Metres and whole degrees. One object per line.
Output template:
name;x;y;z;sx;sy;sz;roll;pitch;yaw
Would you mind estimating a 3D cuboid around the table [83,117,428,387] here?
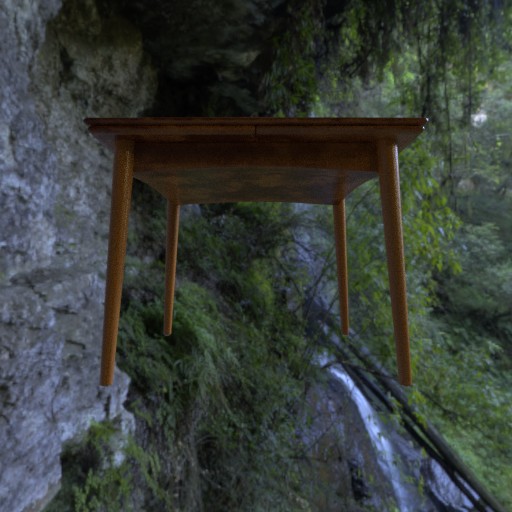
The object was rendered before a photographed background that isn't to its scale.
table;0.000;0.000;1.700;0.991;0.754;0.991;0;-1;0
